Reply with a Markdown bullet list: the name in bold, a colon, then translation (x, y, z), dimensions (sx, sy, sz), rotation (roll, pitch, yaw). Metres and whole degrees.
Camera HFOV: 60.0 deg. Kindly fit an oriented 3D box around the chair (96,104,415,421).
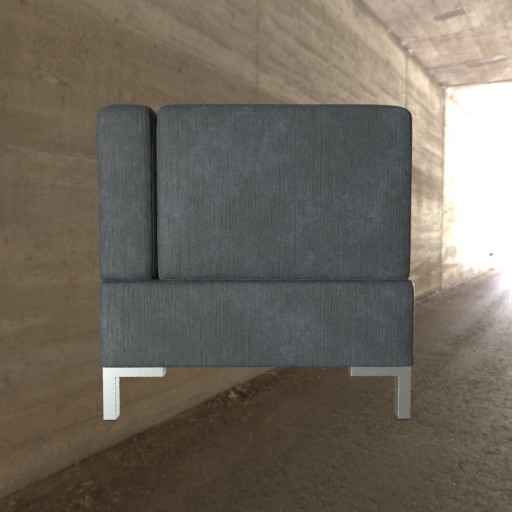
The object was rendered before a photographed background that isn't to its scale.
- **chair**: translation (0.000, 0.000, 1.231), dimensions (0.680, 0.660, 0.680), rotation (0, 2, -1)
